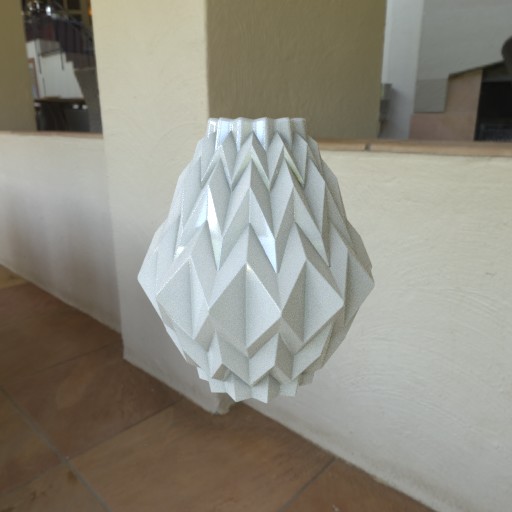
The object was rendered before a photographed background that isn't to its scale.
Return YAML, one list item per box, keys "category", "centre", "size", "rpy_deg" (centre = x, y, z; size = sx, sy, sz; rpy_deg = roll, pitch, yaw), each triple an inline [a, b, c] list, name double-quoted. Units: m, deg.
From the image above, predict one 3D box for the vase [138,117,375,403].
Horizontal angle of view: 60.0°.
- category: "vase"
  centre: [0.000, 0.000, 0.312]
  size: [0.164, 0.185, 0.164]
  rpy_deg: [0, 16, 0]
